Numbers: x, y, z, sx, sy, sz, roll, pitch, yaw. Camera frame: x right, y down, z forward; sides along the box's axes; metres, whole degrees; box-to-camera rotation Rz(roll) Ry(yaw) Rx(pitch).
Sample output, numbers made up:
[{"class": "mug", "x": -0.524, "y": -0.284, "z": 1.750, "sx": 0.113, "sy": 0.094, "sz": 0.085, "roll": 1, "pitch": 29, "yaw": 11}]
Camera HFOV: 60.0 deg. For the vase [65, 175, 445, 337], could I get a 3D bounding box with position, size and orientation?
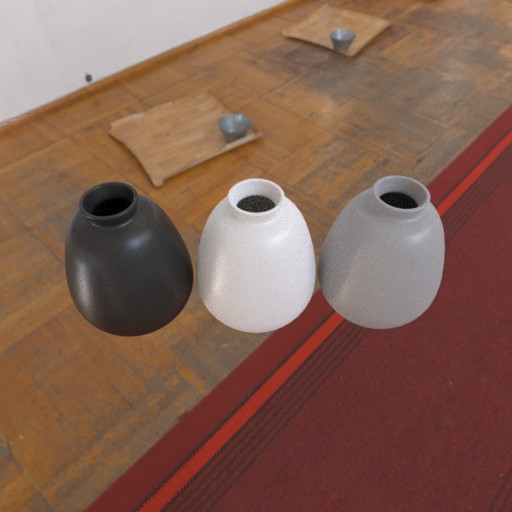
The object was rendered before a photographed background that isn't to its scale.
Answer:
[{"class": "vase", "x": 0.000, "y": 0.000, "z": 0.347, "sx": 0.297, "sy": 0.122, "sz": 0.097, "roll": -2, "pitch": 47, "yaw": -1}]
